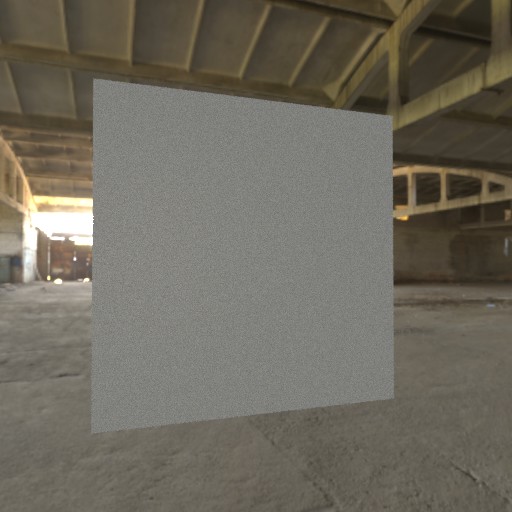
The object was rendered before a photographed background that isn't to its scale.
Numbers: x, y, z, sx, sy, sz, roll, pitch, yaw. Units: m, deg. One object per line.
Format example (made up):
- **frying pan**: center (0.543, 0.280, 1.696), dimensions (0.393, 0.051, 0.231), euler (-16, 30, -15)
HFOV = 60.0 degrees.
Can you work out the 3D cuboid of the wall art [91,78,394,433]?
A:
- **wall art**: center (0.000, 0.000, 0.513), dimensions (0.355, 0.355, 0.027), euler (0, -1, -19)
